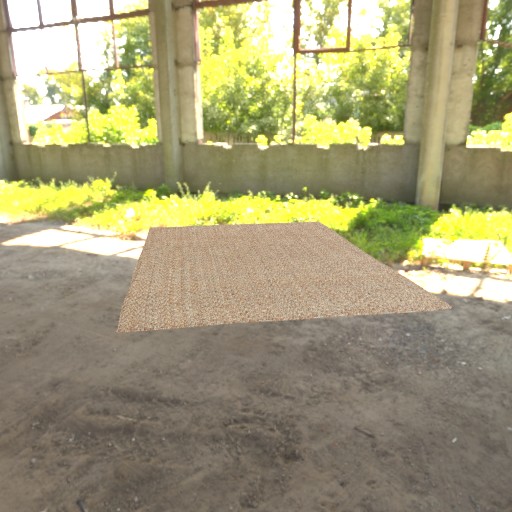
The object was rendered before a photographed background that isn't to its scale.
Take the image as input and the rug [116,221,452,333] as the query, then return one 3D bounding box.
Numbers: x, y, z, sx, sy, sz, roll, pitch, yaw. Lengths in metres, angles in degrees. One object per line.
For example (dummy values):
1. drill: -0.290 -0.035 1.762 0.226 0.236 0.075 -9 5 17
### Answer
1. rug: 0.000 0.000 2.968 1.566 0.013 2.141 -3 16 -10
